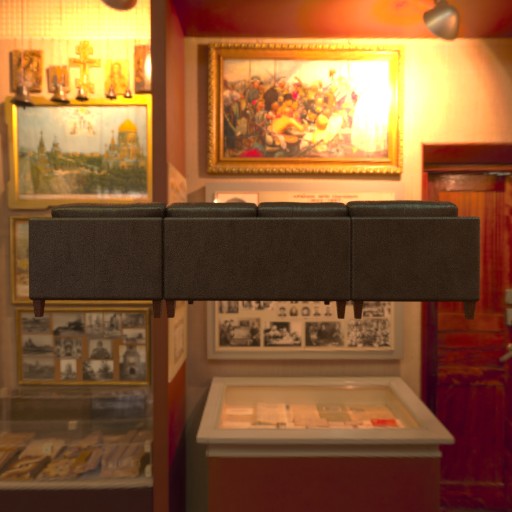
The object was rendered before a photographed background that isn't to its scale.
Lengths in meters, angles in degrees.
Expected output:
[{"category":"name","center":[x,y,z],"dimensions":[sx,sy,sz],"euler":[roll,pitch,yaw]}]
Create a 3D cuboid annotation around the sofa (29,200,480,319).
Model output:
[{"category":"sofa","center":[0.000,0.000,4.464],"dimensions":[3.324,0.891,2.452],"euler":[0,1,2]}]
